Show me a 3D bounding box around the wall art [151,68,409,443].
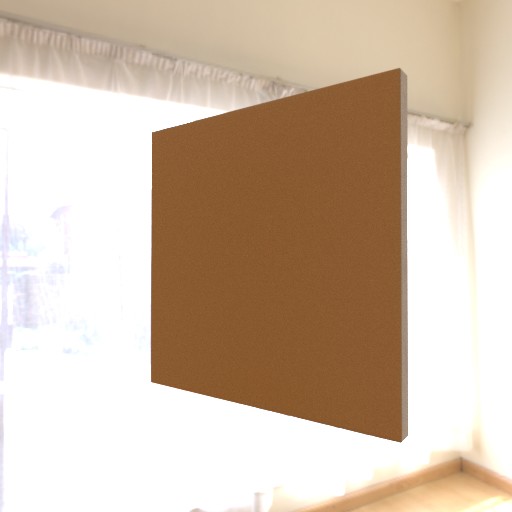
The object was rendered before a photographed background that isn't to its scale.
[{"bbox_3d":[0.000,0.000,1.927,1.287,1.288,0.078,0,-1,36],"label":"wall art"}]
